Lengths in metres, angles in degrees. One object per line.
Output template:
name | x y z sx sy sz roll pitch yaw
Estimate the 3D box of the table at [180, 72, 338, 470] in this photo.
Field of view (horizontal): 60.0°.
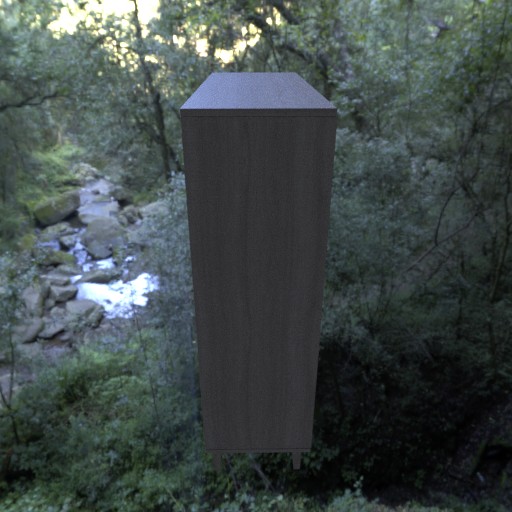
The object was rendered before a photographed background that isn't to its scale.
table | 0.000 0.000 1.919 0.398 1.388 1.111 0 27 -1
